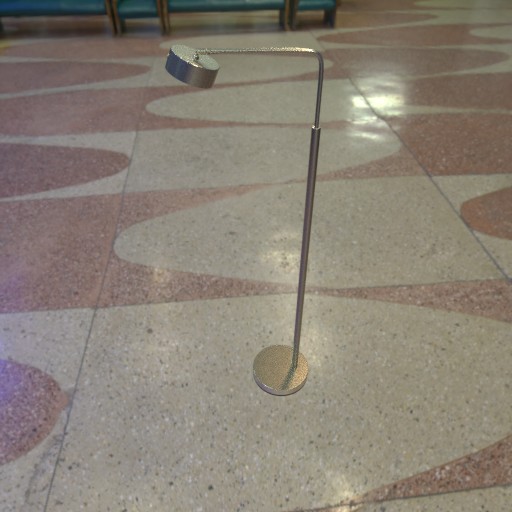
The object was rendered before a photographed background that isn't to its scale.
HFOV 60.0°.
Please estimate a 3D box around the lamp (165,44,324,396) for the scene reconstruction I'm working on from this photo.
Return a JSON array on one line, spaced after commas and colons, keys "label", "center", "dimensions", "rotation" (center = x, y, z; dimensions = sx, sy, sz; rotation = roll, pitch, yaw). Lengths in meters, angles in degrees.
[{"label": "lamp", "center": [0.000, 0.000, 1.411], "dimensions": [0.421, 1.250, 0.222], "rotation": [-2, 40, -2]}]
